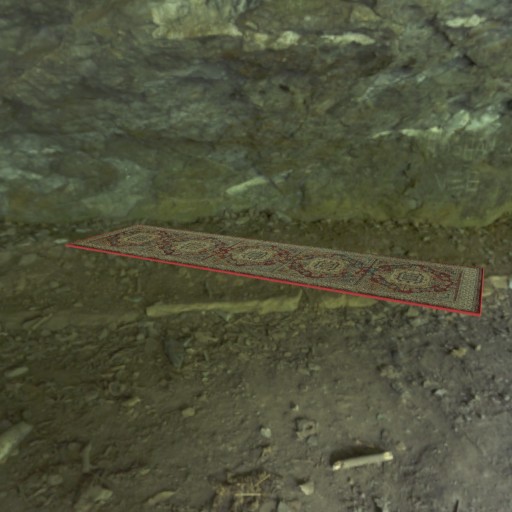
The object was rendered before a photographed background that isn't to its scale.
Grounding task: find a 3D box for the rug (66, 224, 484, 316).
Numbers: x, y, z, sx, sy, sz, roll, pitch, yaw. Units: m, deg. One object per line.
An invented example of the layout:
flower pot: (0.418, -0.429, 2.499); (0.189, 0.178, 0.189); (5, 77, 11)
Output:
rug: (0.000, 0.000, 2.497); (2.292, 0.015, 0.659); (8, 18, 26)
